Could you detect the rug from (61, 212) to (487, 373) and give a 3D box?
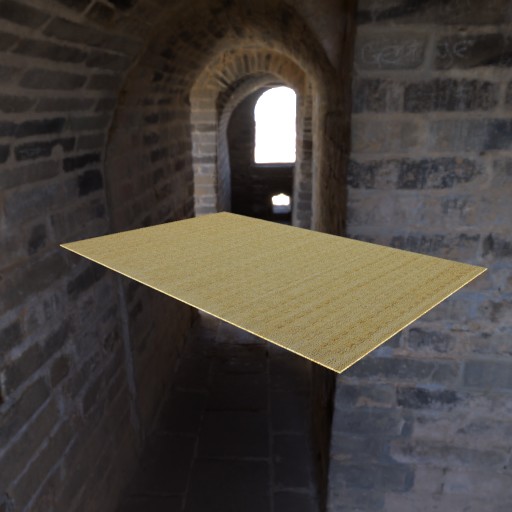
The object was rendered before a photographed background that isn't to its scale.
[{"bbox_3d":[0.000,0.000,2.827,2.286,0.006,1.524,16,24,41],"label":"rug"}]
